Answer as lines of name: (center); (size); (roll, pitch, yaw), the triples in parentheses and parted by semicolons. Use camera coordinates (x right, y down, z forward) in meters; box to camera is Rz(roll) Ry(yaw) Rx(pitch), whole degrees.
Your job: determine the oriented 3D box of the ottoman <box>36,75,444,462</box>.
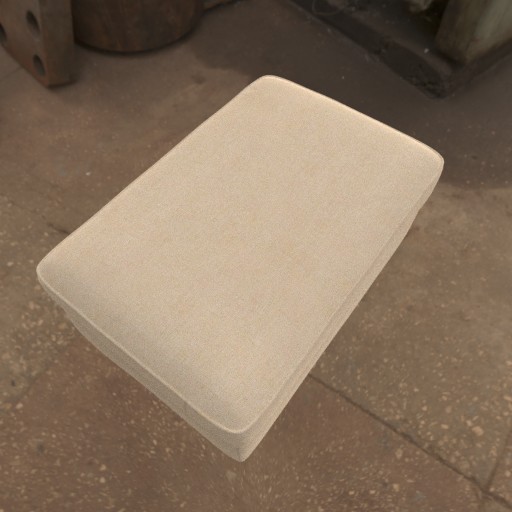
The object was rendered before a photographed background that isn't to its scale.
ottoman: (0.000, 0.000, 1.189); (0.583, 0.484, 0.862); (33, 64, 19)
